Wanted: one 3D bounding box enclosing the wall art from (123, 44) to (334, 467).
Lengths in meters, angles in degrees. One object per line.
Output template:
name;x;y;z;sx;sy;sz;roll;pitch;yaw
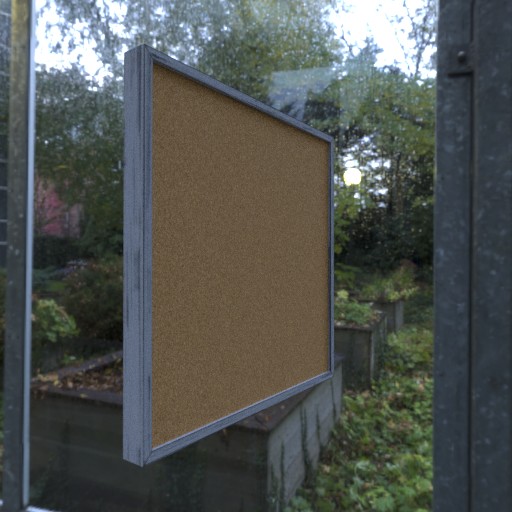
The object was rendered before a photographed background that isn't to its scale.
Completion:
wall art;0.000;0.000;0.743;0.038;0.506;0.506;0;0;36
